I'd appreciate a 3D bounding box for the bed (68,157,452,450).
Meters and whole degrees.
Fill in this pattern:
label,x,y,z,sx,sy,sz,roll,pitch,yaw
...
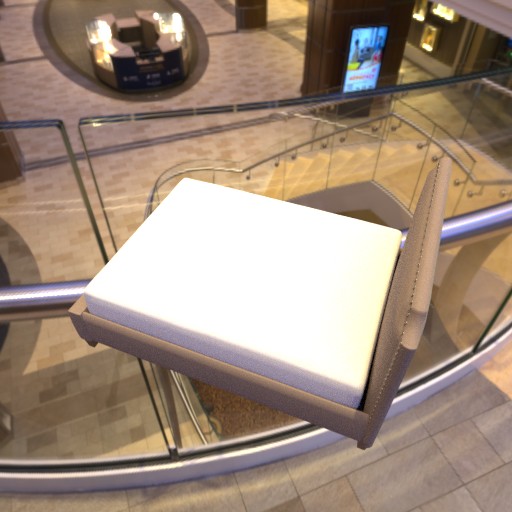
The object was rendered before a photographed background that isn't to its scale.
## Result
label,x,y,z,sx,sy,sz,roll,pitch,yaw
bed,0.000,0.000,3.366,2.372,1.443,1.713,16,47,15
